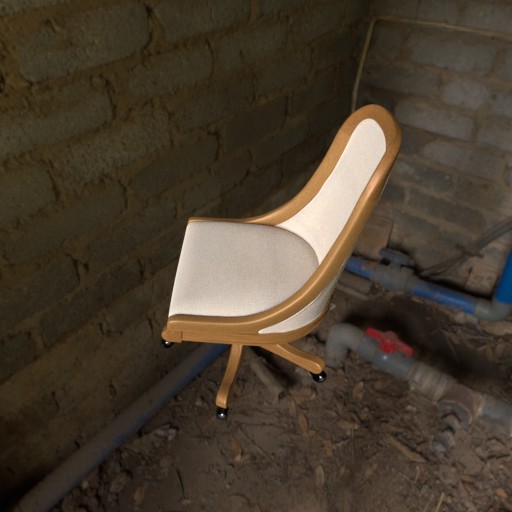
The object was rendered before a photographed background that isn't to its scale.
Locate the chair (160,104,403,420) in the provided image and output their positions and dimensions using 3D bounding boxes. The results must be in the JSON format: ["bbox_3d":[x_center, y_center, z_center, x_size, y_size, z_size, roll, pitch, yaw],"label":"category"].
[{"bbox_3d":[0.000,0.000,1.571,0.811,1.009,0.702,0,40,0],"label":"chair"}]
